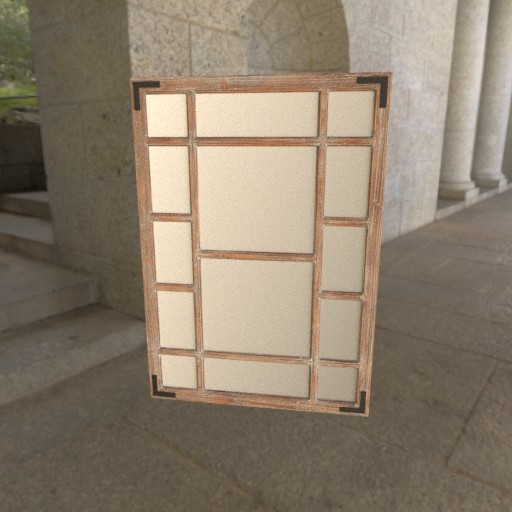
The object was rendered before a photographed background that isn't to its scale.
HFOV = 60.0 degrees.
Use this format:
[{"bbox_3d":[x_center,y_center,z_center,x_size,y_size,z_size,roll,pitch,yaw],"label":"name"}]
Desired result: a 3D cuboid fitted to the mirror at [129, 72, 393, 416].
[{"bbox_3d":[0.000,0.000,1.307,0.705,0.996,0.025,2,15,8],"label":"mirror"}]
